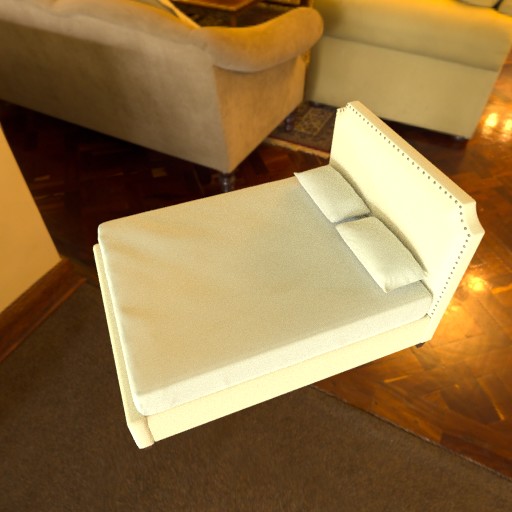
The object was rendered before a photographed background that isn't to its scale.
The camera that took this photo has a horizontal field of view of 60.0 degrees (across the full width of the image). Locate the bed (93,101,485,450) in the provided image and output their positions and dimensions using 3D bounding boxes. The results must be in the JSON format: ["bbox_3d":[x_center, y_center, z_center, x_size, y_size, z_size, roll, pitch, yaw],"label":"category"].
[{"bbox_3d":[0.000,0.000,3.349,2.329,1.415,1.703,-16,48,-15],"label":"bed"}]
